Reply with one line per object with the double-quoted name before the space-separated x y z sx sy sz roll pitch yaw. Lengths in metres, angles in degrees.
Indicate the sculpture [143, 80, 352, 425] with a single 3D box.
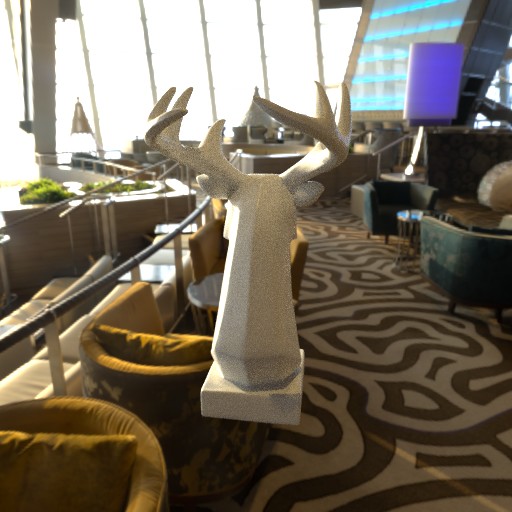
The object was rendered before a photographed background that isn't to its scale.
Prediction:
"sculpture" 0.000 0.000 0.455 0.174 0.329 0.224 2 17 8
